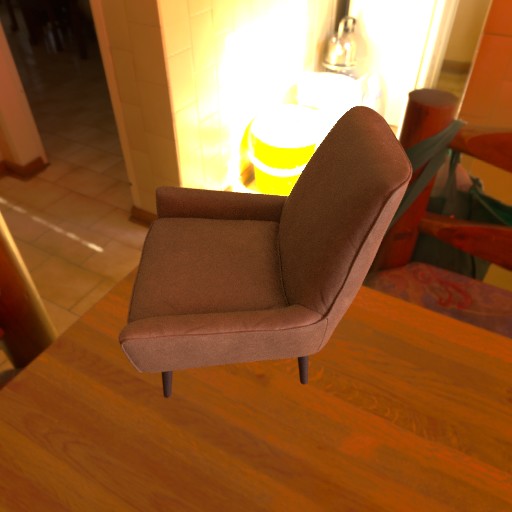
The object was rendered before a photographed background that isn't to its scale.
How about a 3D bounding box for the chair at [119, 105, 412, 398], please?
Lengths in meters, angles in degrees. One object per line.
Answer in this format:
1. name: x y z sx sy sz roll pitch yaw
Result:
1. chair: 0.000 0.000 1.538 0.824 0.888 0.787 -1 41 -1
